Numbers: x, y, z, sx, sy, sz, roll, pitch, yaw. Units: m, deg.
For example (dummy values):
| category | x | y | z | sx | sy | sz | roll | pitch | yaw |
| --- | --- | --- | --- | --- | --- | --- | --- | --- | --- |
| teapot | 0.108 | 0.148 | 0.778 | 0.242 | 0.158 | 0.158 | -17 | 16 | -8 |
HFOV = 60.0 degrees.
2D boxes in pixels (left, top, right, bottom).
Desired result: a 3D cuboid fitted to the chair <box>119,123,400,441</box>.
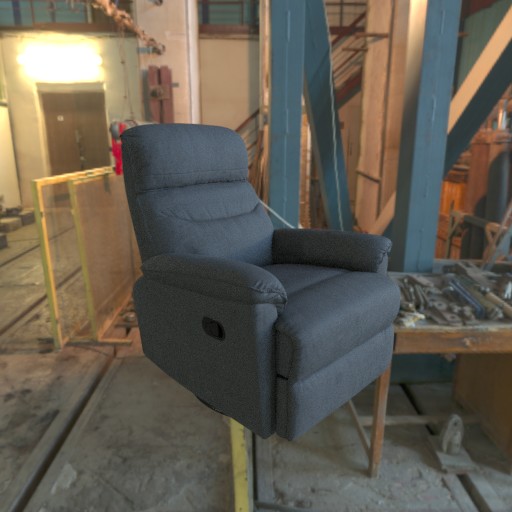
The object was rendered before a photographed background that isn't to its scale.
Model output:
| category | x | y | z | sx | sy | sz | roll | pitch | yaw |
| --- | --- | --- | --- | --- | --- | --- | --- | --- | --- |
| chair | 0.000 | 0.000 | 1.783 | 1.004 | 1.037 | 0.820 | 14 | 21 | 42 |
